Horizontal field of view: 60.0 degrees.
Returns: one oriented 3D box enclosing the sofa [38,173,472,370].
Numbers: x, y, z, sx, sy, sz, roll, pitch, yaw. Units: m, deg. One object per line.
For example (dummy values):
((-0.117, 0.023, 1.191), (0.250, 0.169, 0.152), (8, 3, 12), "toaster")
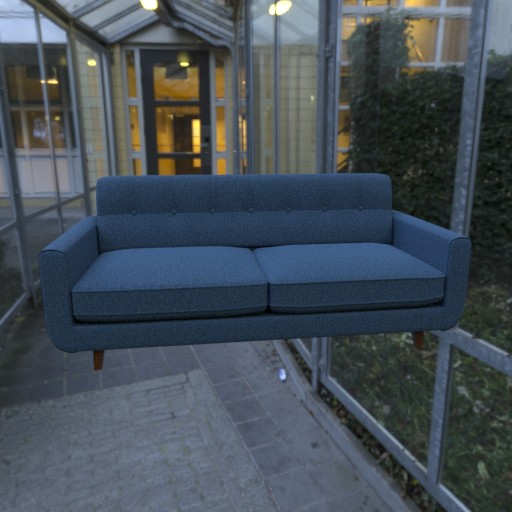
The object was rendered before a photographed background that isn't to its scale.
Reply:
((0.000, 0.000, 2.539), (2.055, 0.884, 0.942), (-2, 15, -7), "sofa")
